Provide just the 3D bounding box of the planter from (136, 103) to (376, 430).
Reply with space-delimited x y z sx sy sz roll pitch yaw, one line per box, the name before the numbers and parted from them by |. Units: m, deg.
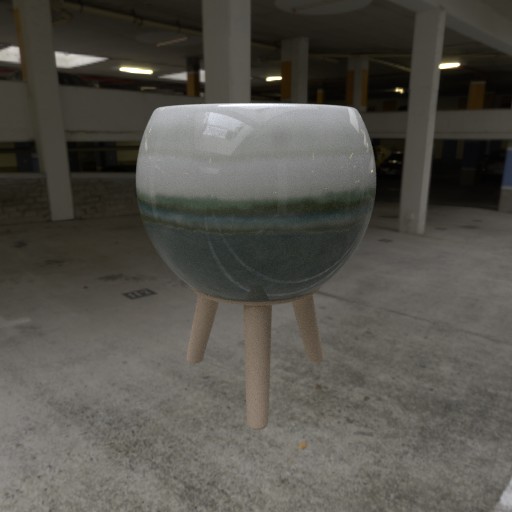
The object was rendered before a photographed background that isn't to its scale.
planter | 0.000 0.000 0.442 0.222 0.278 0.222 0 15 0
